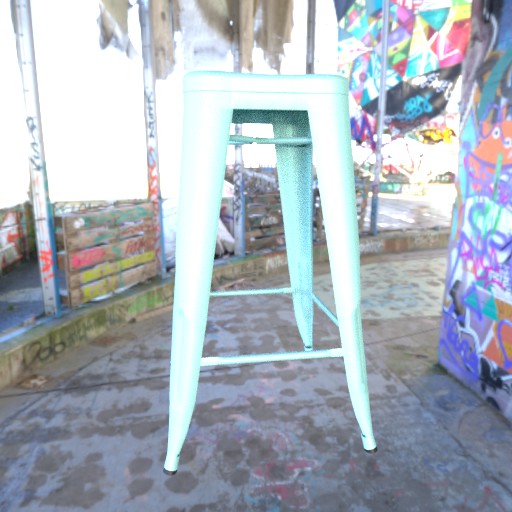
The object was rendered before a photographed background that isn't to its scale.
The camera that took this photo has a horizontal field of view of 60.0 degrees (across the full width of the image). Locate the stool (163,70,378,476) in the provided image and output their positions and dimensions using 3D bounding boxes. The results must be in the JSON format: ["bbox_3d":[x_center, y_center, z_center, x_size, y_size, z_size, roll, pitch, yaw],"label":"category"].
[{"bbox_3d":[0.000,0.000,0.844,0.359,0.609,0.399,-2,13,-9],"label":"stool"}]
